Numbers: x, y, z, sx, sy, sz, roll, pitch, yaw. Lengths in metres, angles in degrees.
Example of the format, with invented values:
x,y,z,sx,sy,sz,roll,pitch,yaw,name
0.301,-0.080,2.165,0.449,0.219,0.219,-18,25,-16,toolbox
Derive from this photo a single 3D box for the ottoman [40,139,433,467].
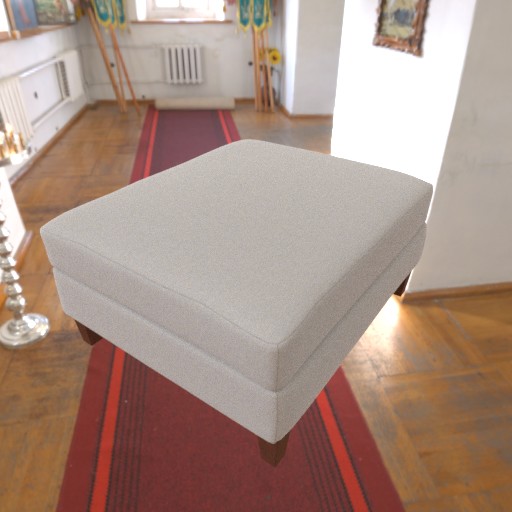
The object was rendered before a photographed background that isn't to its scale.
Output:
x,y,z,sx,sy,sz,roll,pitch,yaw,name
0.000,0.000,1.457,0.836,0.492,0.976,21,38,30,ottoman
